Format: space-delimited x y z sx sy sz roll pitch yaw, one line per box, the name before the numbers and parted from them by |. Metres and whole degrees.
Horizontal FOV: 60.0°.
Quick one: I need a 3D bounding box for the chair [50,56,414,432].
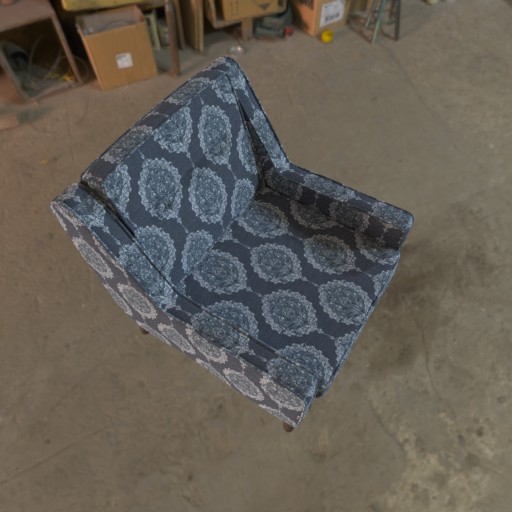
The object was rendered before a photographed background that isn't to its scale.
chair | 0.000 0.000 1.331 0.743 0.792 0.663 29 62 17
